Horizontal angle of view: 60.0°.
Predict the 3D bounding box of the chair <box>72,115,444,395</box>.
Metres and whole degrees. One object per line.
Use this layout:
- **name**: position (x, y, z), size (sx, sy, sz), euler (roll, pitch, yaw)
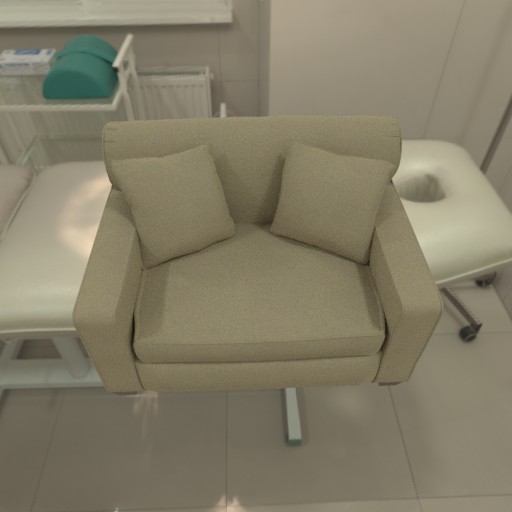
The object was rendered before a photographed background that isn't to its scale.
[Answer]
- **chair**: position (0.000, 0.000, 2.047), size (1.383, 0.948, 1.000), euler (-2, 46, -2)
